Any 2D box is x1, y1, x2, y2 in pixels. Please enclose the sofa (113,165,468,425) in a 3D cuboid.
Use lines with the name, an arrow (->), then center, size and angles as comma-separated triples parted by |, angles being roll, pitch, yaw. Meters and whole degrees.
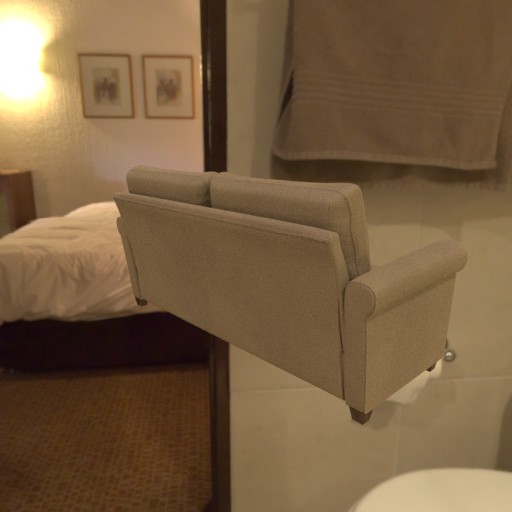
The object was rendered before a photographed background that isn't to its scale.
sofa -> 0.000, 0.000, 2.447 | 0.842, 0.942, 1.935 | -14, 20, -41
